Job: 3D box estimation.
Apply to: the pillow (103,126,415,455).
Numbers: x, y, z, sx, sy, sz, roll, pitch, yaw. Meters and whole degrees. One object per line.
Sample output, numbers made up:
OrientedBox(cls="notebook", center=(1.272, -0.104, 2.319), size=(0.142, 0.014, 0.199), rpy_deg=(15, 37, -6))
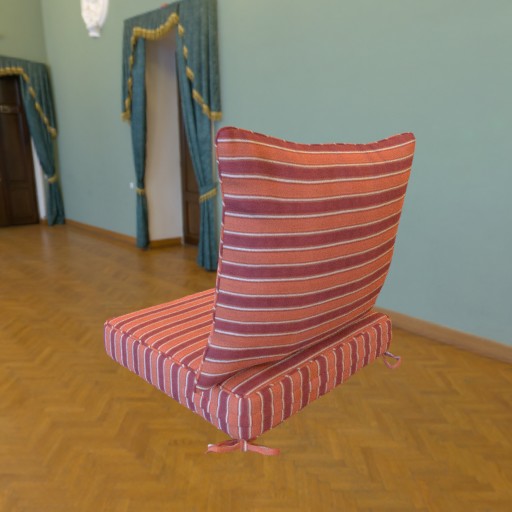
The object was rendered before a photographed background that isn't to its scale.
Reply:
OrientedBox(cls="pillow", center=(0.000, 0.000, 1.339), size=(0.733, 0.723, 0.799), rpy_deg=(13, 20, 42))
